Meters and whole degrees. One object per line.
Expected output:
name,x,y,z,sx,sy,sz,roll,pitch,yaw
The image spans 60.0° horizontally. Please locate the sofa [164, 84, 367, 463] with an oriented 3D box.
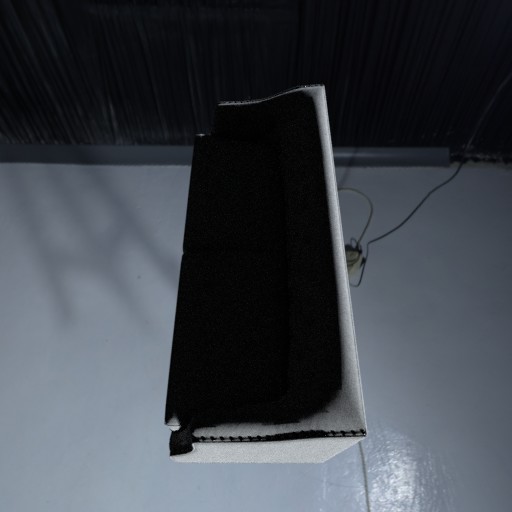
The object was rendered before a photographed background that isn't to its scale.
sofa,0.000,0.000,2.715,0.914,0.901,2.235,0,58,0
